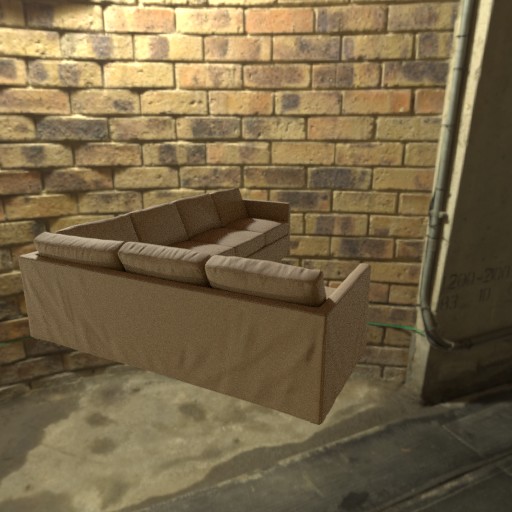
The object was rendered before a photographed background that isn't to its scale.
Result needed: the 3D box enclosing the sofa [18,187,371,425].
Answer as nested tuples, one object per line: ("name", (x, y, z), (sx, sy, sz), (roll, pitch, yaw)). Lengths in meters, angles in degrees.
("sofa", (0.000, 0.000, 4.219), (2.432, 0.871, 3.182), (8, 18, 25))
